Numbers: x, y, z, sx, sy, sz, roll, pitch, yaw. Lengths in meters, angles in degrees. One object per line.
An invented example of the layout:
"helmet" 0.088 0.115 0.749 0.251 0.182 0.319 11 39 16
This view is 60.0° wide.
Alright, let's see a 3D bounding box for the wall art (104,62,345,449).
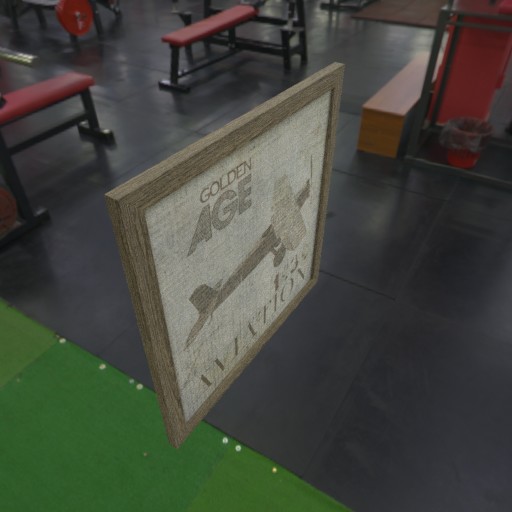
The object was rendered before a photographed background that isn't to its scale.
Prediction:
"wall art" 0.000 0.000 0.761 0.019 0.508 0.508 24 46 25
